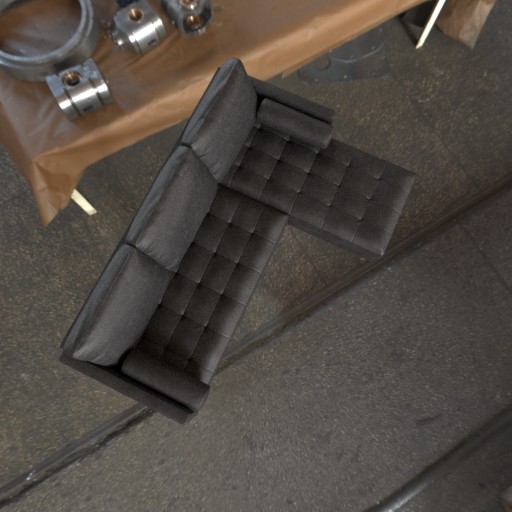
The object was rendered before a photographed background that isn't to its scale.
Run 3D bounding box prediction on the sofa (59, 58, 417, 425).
[{"bbox_3d":[0.000,0.000,2.857,1.497,0.876,2.178,25,77,6],"label":"sofa"}]
